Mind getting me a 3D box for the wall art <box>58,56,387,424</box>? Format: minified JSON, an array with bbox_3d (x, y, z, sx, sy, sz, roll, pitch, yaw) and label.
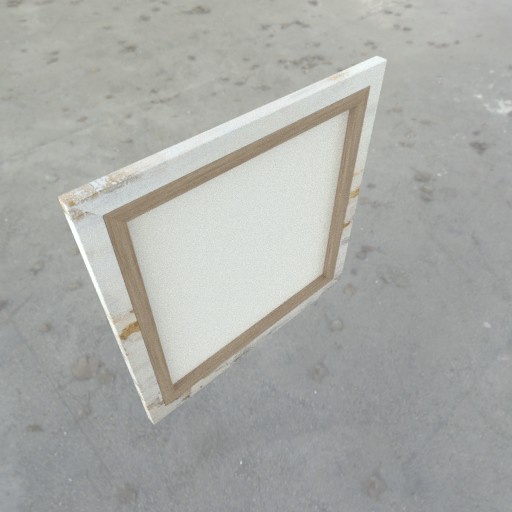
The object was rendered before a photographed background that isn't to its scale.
[{"bbox_3d":[0.000,0.000,1.465,1.015,1.018,0.040,-33,55,-27],"label":"wall art"}]
